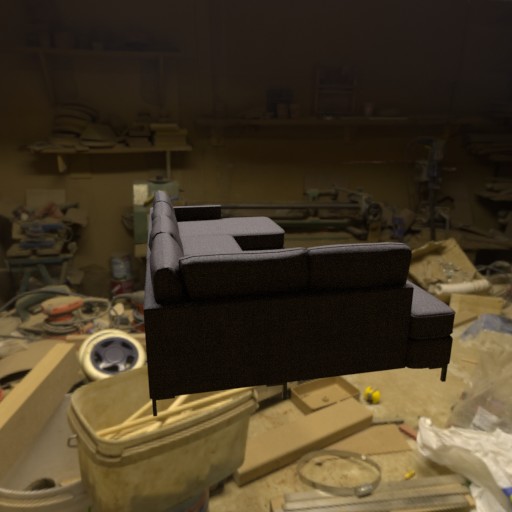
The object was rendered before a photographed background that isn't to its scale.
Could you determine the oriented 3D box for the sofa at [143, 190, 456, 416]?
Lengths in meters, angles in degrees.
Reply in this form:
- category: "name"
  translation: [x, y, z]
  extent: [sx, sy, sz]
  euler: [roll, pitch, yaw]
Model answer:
- category: "sofa"
  translation: [0.000, 0.000, 4.368]
  extent: [2.048, 0.999, 3.423]
  euler: [-4, 17, -12]
